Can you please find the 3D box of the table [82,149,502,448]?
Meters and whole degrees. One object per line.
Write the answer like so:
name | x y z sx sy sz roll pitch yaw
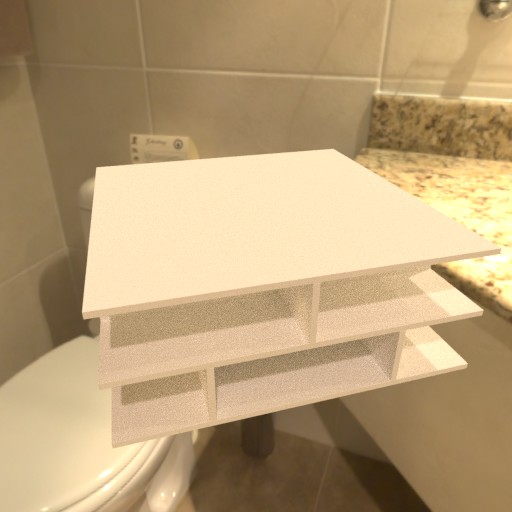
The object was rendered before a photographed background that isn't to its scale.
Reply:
table | 0.000 0.000 1.060 0.700 0.289 0.700 -8 29 -14
